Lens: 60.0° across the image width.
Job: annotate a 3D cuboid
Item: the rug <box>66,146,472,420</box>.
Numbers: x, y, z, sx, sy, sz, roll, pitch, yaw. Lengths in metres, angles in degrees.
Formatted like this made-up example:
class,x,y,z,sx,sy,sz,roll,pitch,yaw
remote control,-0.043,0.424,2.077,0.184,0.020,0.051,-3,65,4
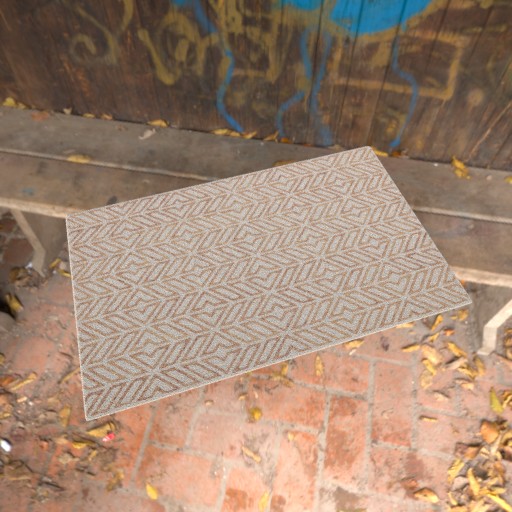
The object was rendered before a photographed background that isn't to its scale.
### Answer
class,x,y,z,sx,sy,sz,roll,pitch,yaw
rug,0.000,0.000,3.039,2.438,0.008,1.523,-15,57,-10
